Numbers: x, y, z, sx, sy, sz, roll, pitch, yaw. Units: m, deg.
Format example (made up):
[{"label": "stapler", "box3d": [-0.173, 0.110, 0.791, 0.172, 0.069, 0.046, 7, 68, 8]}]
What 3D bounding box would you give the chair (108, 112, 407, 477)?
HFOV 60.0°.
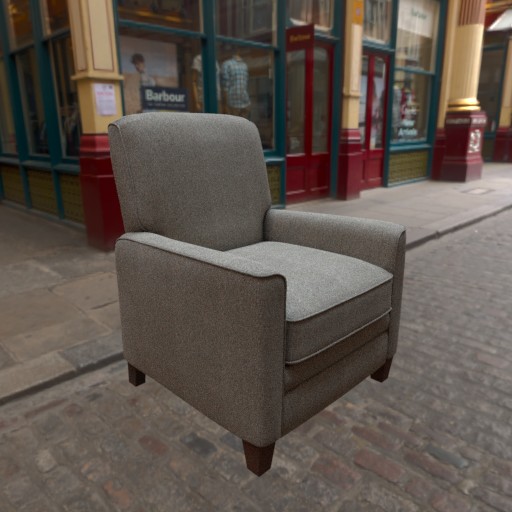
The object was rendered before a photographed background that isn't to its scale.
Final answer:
[{"label": "chair", "box3d": [0.000, 0.000, 1.646, 0.858, 1.028, 0.841, 15, 22, 42]}]
